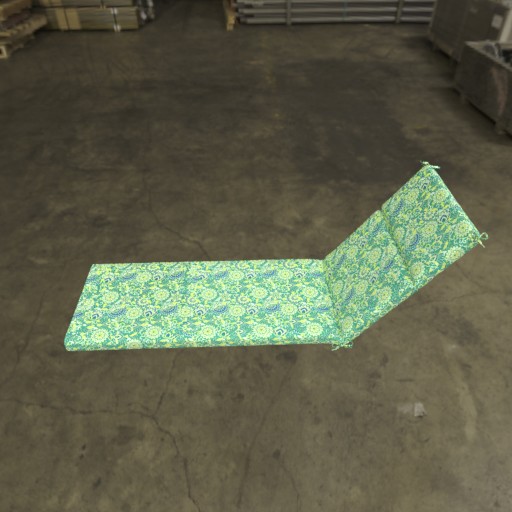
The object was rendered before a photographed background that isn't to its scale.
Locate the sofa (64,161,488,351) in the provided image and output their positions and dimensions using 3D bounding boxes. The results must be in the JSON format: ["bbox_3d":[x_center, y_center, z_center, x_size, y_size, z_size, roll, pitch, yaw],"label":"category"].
[{"bbox_3d":[0.000,0.000,1.936,1.663,0.622,0.582,-1,40,-2],"label":"sofa"}]
